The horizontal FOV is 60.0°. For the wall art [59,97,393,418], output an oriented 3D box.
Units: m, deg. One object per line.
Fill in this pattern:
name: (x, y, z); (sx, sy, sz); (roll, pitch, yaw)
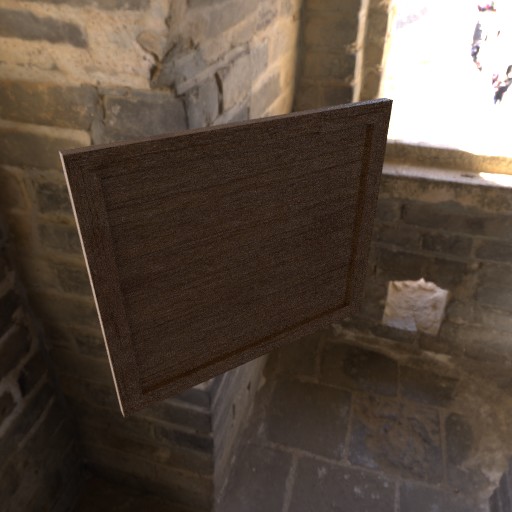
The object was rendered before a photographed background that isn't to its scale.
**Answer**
wall art: (0.000, 0.000, 0.973); (0.690, 0.588, 0.026); (-18, 36, -27)
